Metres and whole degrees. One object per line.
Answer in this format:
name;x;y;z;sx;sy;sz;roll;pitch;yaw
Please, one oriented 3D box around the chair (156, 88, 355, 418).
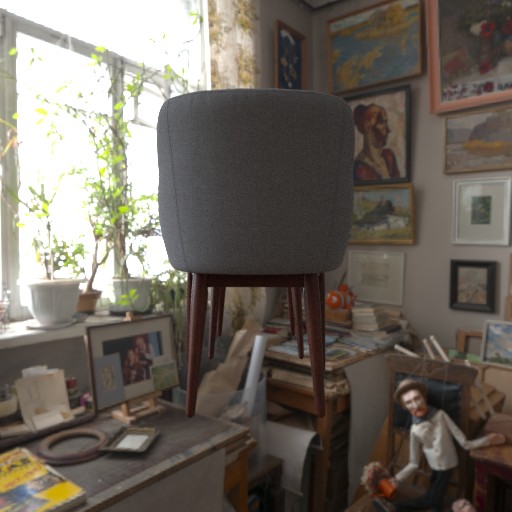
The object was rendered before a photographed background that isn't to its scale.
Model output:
chair;0.000;0.000;1.550;0.584;0.799;1.107;0;2;0
